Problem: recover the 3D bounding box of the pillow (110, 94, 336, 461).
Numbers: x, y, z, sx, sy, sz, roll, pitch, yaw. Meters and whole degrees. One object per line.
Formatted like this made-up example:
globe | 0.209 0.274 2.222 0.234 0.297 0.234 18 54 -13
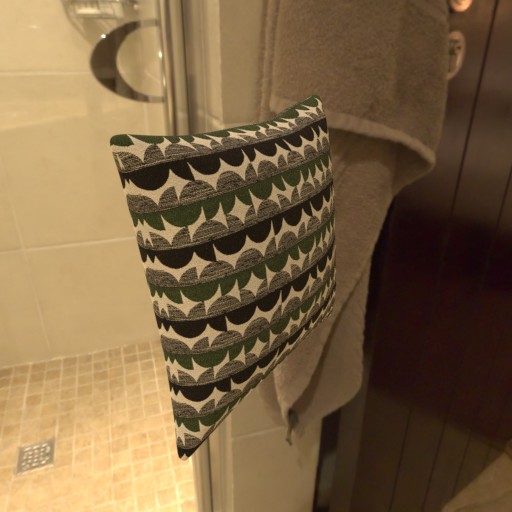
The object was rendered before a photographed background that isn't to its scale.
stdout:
pillow | 0.000 0.000 0.644 0.180 0.404 0.419 17 31 31
